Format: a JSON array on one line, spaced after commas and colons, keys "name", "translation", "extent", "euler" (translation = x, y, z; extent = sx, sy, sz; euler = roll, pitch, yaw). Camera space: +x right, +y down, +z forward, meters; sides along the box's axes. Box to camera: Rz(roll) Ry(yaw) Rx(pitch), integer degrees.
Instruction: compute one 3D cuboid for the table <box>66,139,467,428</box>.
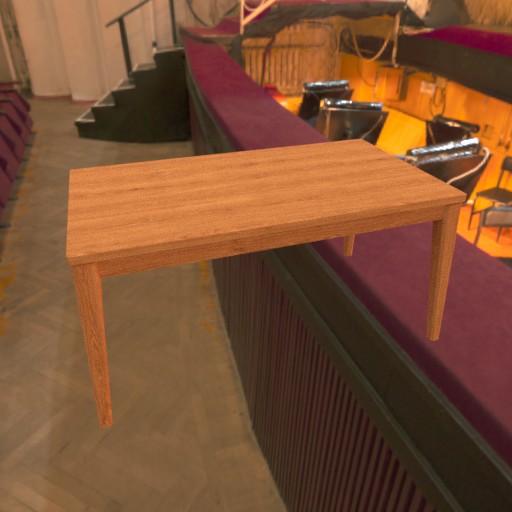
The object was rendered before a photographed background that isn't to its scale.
[{"name": "table", "translation": [0.000, 0.000, 2.127], "extent": [1.600, 0.760, 0.900], "euler": [-10, 32, -16]}]
